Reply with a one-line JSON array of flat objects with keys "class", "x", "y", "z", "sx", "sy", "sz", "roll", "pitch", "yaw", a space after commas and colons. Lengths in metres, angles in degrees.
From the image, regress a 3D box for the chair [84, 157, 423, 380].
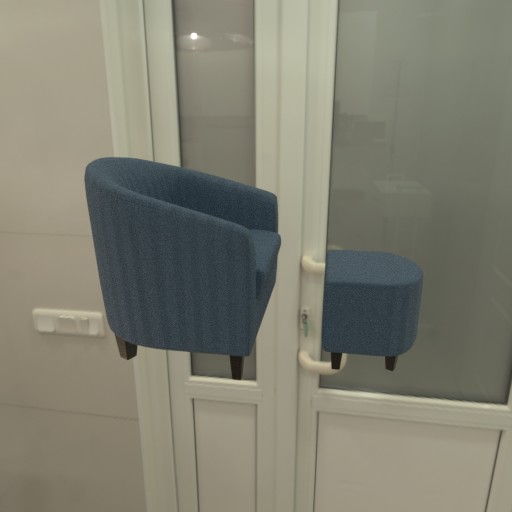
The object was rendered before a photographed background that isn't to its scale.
[{"class": "chair", "x": 0.000, "y": 0.000, "z": 1.782, "sx": 1.288, "sy": 0.757, "sz": 0.756, "roll": 3, "pitch": 18, "yaw": 9}]
